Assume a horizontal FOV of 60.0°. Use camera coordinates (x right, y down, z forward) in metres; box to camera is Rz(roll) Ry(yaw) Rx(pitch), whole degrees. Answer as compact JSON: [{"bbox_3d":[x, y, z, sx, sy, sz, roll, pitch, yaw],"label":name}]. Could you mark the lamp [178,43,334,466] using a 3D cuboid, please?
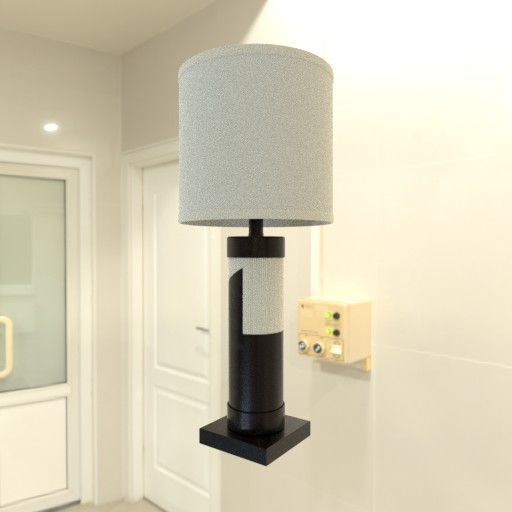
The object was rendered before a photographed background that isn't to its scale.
[{"bbox_3d":[0.000,0.000,0.611,0.211,0.509,0.211,1,1,36],"label":"lamp"}]
